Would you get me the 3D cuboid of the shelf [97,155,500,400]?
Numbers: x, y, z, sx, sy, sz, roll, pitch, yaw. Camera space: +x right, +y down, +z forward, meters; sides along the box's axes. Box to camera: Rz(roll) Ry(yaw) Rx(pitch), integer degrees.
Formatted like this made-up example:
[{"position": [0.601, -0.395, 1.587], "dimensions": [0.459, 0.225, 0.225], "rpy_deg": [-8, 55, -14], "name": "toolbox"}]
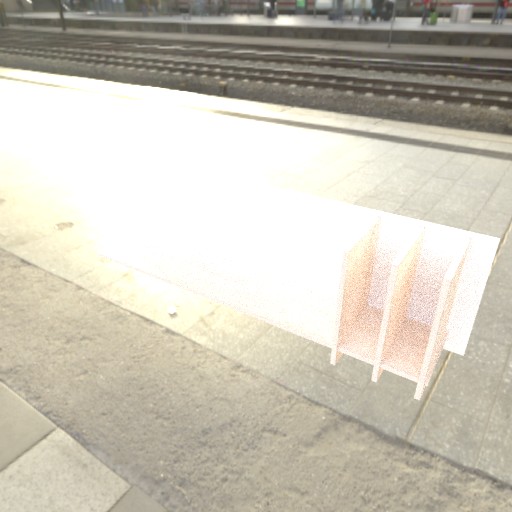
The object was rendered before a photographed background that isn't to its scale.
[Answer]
[{"position": [0.000, 0.000, 1.118], "dimensions": [1.020, 0.300, 0.200], "rpy_deg": [18, 35, 28], "name": "shelf"}]
